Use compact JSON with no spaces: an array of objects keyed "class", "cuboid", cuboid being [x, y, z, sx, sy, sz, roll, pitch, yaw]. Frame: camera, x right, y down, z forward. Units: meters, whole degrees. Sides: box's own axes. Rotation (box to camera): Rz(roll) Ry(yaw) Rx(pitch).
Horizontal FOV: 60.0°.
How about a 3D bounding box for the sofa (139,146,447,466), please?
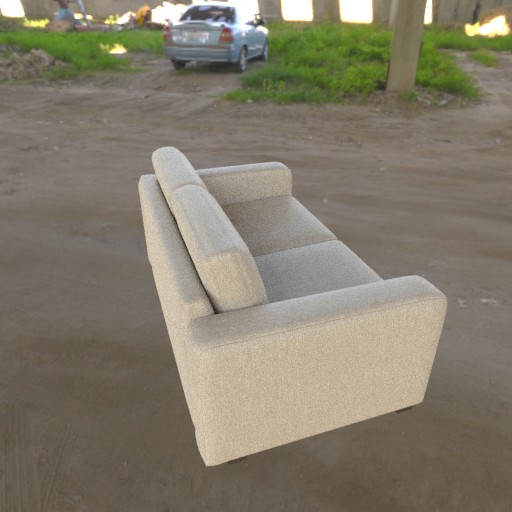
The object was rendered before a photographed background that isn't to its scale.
[{"class":"sofa","cuboid":[0.000,0.000,2.078,0.900,0.800,1.540,-10,31,-16]}]
